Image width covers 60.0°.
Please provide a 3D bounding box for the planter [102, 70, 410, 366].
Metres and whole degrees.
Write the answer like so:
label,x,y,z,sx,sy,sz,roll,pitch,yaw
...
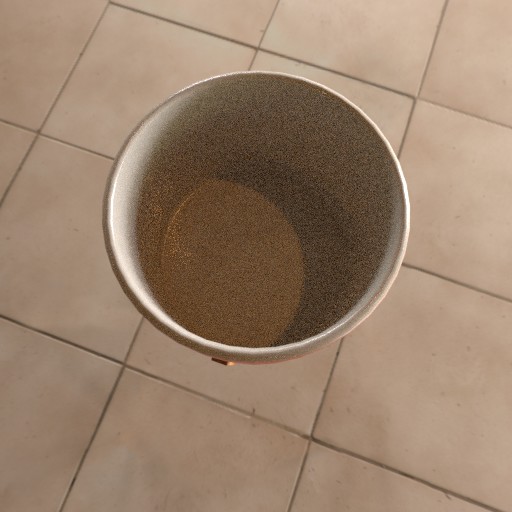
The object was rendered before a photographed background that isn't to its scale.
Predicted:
label,x,y,z,sx,sy,sz,roll,pitch,yaw
planter,0.000,0.000,0.401,0.199,0.268,0.199,0,76,0
